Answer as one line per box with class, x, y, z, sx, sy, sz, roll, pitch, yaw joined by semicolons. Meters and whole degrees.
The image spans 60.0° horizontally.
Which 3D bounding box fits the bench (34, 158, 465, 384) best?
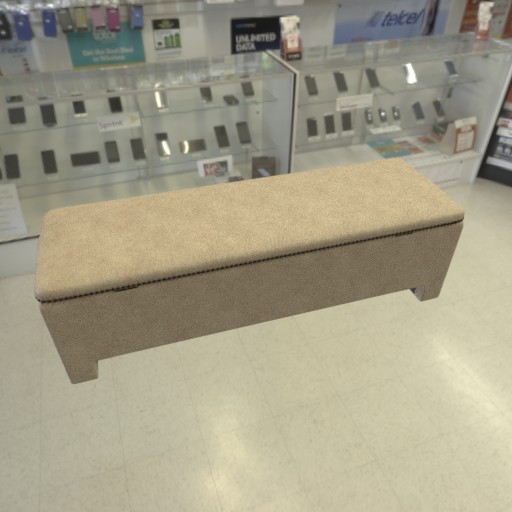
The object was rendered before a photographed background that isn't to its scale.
bench;0.000;0.000;1.722;1.482;0.447;0.470;-11;40;-13
